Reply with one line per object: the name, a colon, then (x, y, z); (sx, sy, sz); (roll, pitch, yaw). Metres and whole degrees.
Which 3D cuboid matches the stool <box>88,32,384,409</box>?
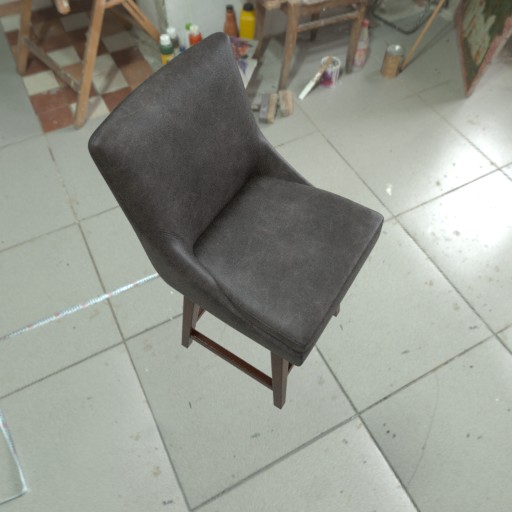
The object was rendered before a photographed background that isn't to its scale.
stool: (0.000, 0.000, 1.354); (0.587, 1.046, 0.492); (29, 62, 17)
